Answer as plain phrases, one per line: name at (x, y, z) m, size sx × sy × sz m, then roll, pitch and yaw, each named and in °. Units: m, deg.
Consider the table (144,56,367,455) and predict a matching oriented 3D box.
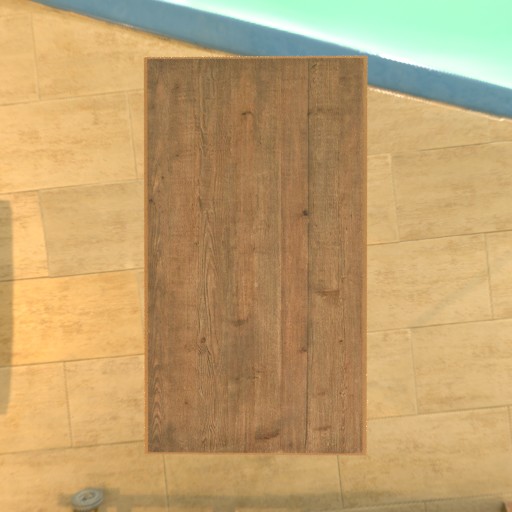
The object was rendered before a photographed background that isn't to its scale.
table at (0.000, 0.000, 1.739) m, size 0.775 × 0.468 × 1.387 m, roll 0°, pitch 90°, yaw 1°
